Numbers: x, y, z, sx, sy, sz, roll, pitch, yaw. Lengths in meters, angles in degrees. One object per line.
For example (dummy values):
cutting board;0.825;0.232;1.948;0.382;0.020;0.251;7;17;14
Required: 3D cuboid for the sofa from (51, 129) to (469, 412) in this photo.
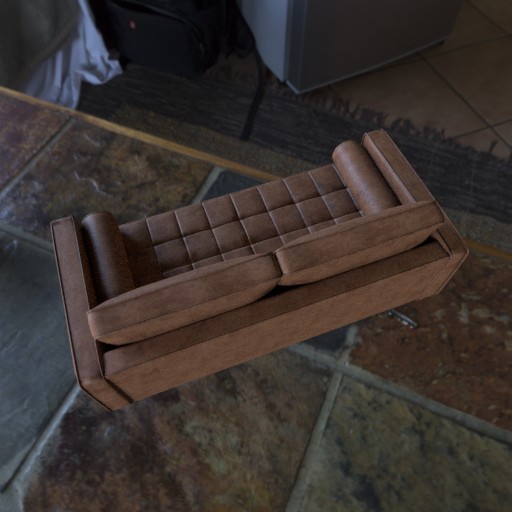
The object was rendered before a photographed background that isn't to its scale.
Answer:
sofa;0.000;0.000;2.368;1.920;0.825;0.924;-18;61;-10
